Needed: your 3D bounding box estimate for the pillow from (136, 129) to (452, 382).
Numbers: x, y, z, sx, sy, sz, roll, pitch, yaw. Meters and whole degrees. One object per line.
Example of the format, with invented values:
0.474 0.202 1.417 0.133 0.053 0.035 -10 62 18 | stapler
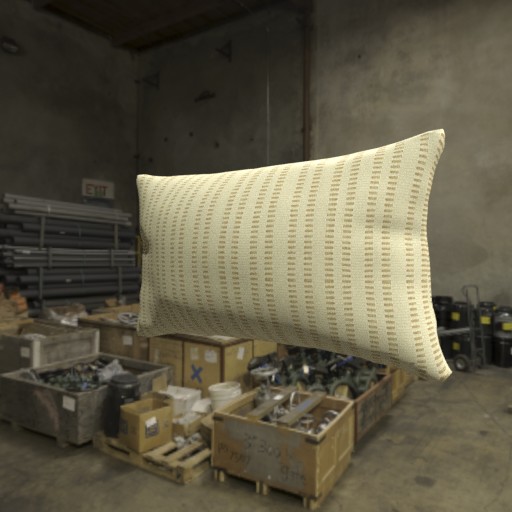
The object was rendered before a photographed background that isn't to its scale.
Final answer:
0.000 0.000 0.786 0.640 0.353 0.210 0 0 34 | pillow
